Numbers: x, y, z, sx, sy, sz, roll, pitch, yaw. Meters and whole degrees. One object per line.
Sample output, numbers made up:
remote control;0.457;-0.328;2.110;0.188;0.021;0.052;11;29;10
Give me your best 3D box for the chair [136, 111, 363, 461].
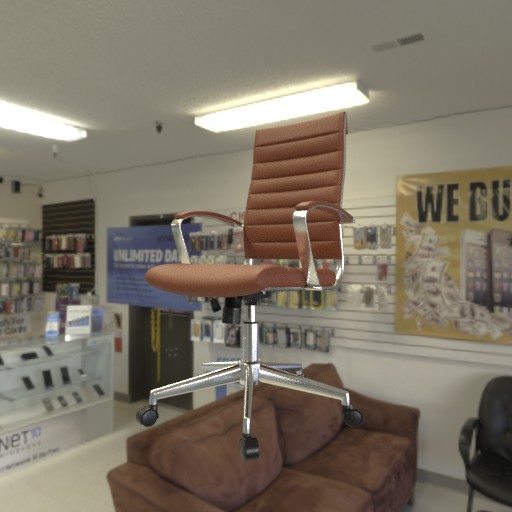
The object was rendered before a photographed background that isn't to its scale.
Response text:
chair;0.000;0.000;1.646;0.766;1.149;0.739;0;0;36
